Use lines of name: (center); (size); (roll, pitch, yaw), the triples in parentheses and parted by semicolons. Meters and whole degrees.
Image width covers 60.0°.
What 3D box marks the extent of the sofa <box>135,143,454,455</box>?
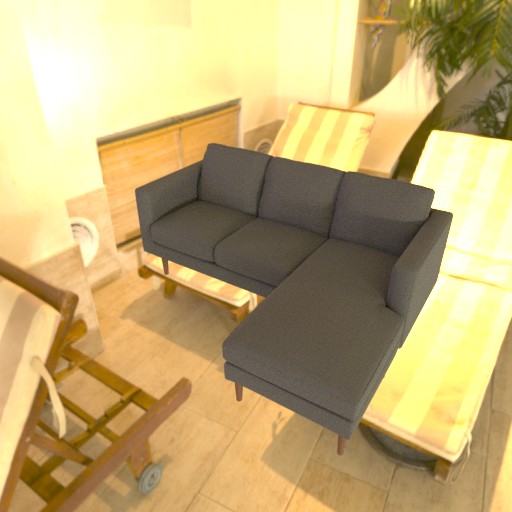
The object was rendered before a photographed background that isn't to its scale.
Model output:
sofa: (0.000, 0.000, 2.882); (2.031, 0.897, 1.591); (19, 36, 28)
